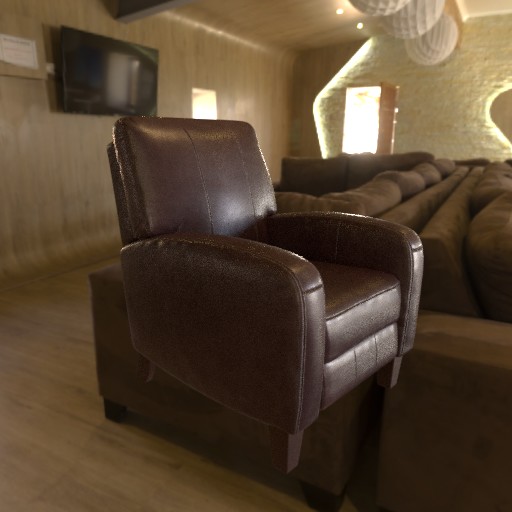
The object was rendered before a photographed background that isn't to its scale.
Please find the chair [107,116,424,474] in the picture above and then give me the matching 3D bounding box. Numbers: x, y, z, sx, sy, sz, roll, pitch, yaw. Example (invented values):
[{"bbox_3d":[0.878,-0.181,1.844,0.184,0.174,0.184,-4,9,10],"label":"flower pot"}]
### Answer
[{"bbox_3d":[0.000,0.000,1.633,0.990,0.990,0.762,14,20,42],"label":"chair"}]
